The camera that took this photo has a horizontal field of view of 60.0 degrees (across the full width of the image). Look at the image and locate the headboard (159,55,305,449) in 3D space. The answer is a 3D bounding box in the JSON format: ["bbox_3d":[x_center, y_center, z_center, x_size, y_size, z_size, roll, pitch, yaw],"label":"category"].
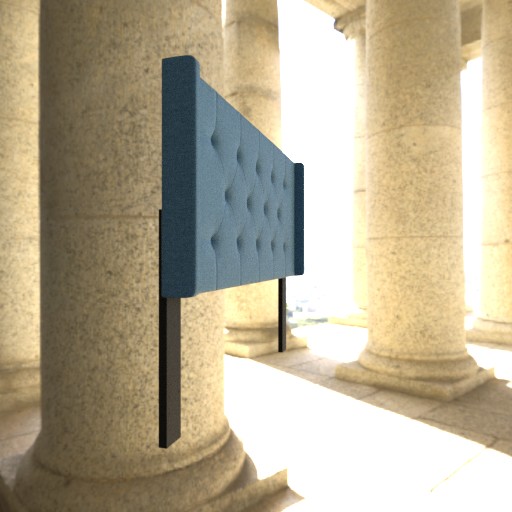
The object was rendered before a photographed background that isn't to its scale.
[{"bbox_3d":[0.000,0.000,2.666,0.184,1.524,2.051,0,0,18],"label":"headboard"}]
